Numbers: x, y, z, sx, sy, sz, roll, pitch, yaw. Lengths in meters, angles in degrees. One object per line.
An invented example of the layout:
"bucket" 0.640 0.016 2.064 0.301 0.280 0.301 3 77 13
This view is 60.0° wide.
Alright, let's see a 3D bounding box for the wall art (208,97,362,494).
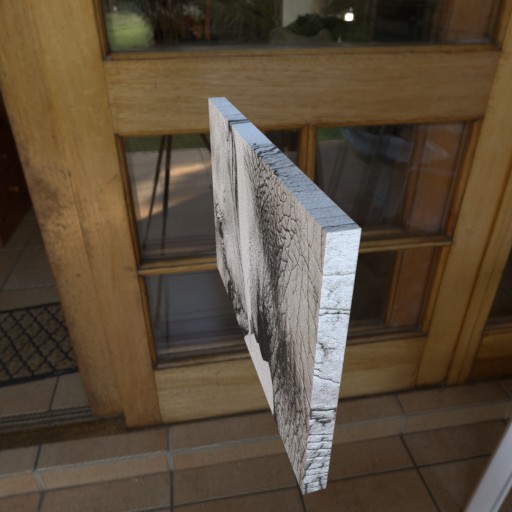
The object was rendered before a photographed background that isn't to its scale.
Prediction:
"wall art" 0.000 0.000 0.764 0.035 0.407 0.613 -8 32 -13
